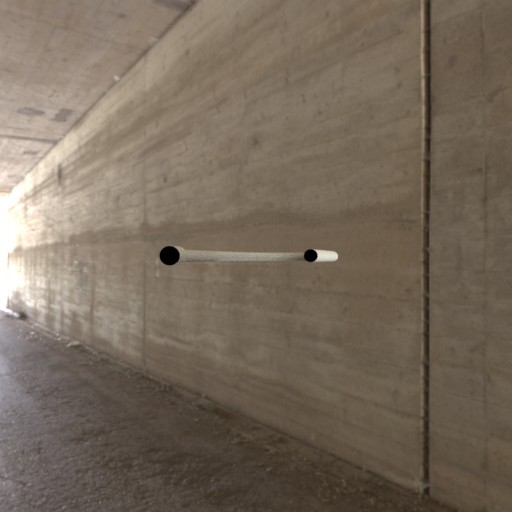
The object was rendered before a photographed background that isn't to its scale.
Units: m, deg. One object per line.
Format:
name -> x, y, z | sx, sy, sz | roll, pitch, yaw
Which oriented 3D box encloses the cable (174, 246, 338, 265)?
cable -> 0.000, 0.000, 0.112 | 0.041, 0.005, 0.098 | 0, 0, 18
